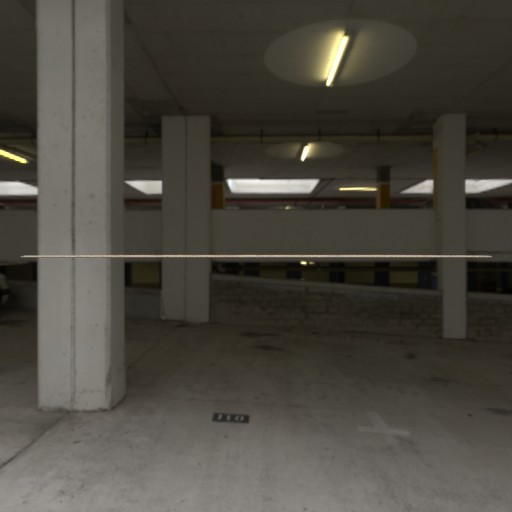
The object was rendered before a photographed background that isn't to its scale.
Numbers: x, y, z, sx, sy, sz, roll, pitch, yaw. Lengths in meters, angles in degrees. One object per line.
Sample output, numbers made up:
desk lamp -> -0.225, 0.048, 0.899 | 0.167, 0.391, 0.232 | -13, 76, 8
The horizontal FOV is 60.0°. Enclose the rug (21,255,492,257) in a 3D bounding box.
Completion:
rug -> 0.000, 0.000, 2.888 | 2.284, 0.008, 1.522 | 0, 0, 1
